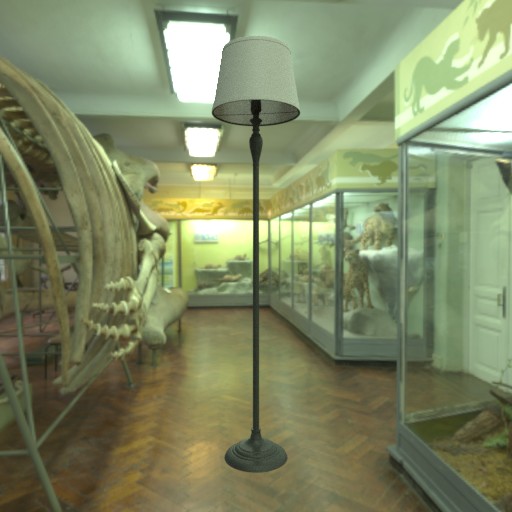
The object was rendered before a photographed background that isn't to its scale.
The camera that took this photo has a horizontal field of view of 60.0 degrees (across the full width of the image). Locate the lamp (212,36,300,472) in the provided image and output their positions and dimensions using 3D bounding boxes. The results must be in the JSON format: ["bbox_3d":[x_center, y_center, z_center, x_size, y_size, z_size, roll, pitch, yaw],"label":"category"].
[{"bbox_3d":[0.000,0.000,1.650,0.327,1.506,0.327,-1,1,-37],"label":"lamp"}]
